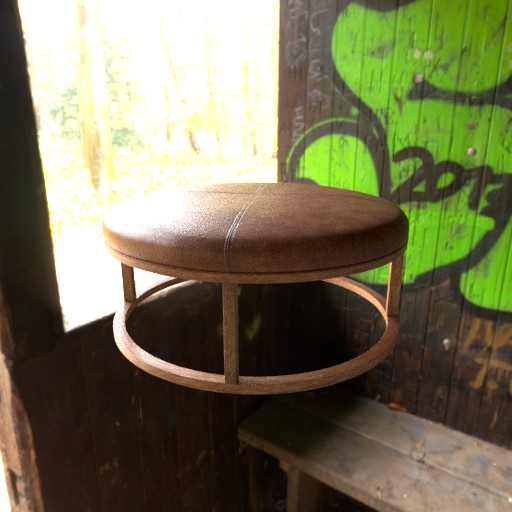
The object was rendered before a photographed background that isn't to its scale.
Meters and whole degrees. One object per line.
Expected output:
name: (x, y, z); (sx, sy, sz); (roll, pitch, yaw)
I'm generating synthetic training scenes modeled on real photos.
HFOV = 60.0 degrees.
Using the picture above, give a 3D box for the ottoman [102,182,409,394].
ottoman: (0.000, 0.000, 1.558); (1.006, 0.445, 1.006); (0, 17, 0)
